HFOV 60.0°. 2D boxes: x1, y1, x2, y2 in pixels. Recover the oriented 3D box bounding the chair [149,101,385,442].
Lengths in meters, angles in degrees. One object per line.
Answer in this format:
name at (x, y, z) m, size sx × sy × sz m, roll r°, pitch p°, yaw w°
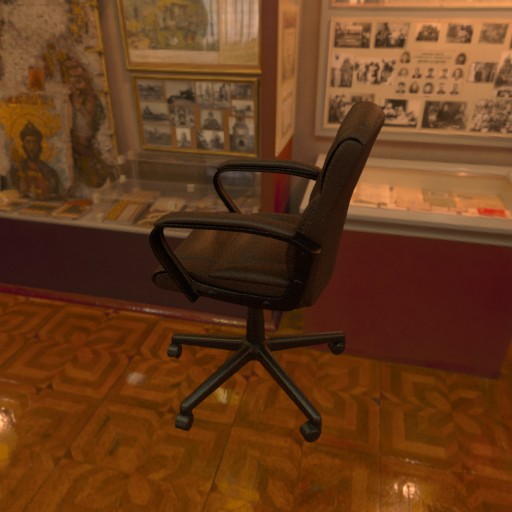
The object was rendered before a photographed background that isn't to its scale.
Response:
chair at (0.000, 0.000, 1.500) m, size 0.717 × 1.004 × 0.739 m, roll 8°, pitch 30°, yaw 14°
